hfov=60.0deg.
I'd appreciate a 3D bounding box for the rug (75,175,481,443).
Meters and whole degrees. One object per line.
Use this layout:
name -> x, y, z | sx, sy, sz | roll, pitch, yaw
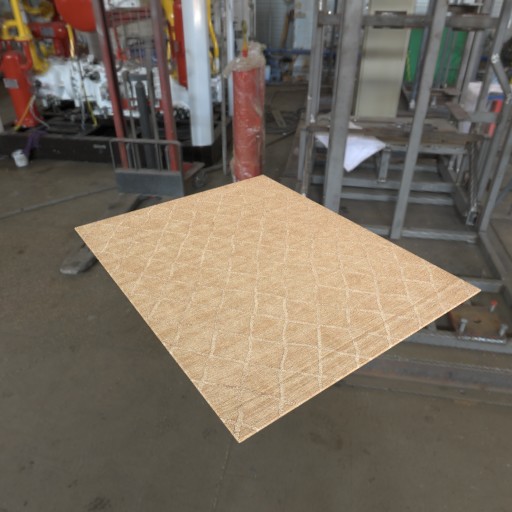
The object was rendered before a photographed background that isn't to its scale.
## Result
rug -> 0.000, 0.000, 4.124 | 2.420, 0.019, 3.039 | -21, 38, -29
